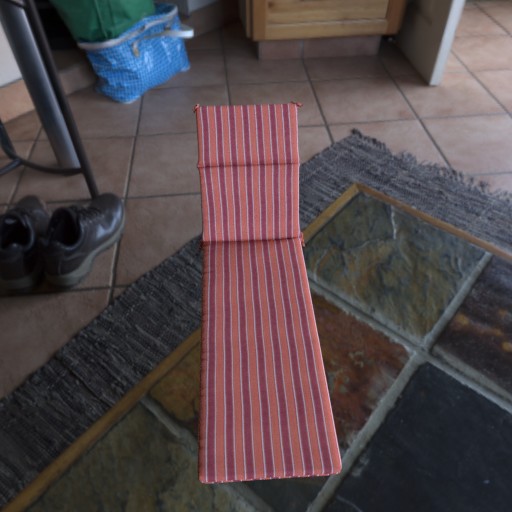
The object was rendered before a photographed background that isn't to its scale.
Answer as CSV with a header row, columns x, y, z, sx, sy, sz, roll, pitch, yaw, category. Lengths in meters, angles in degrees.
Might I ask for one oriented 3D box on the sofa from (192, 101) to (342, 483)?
x,y,z,sx,sy,sz,roll,pitch,yaw,category
0.000,0.000,1.946,0.582,0.622,1.663,-3,47,-2,sofa
